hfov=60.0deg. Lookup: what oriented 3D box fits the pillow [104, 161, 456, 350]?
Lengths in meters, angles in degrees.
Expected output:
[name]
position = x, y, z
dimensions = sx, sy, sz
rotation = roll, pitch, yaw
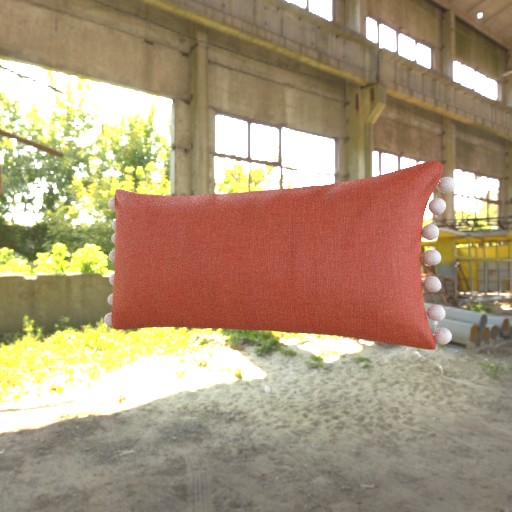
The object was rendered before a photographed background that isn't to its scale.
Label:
[pillow]
position = 0.000, 0.000, 0.853
dimensions = 0.709, 0.322, 0.201
rotation = 0, -1, 19
